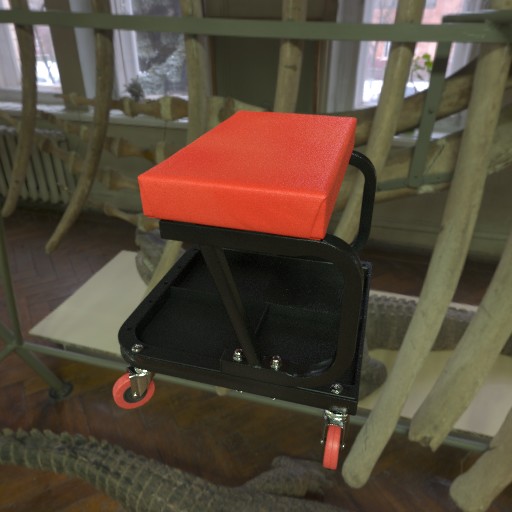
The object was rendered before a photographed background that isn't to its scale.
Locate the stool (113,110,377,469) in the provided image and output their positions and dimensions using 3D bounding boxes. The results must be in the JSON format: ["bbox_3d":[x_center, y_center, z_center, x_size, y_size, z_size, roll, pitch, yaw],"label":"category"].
[{"bbox_3d":[0.000,0.000,0.715,0.371,0.380,0.446,8,30,14],"label":"stool"}]
